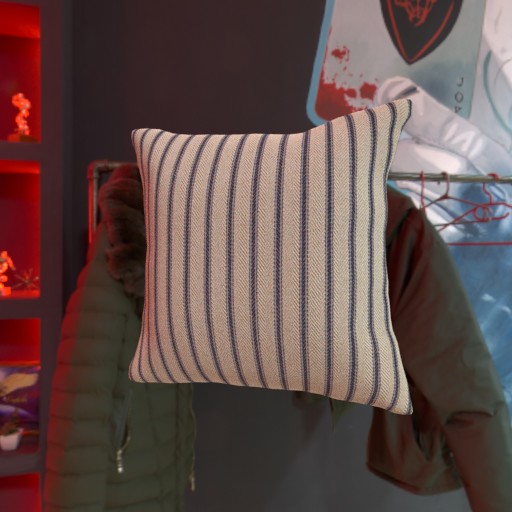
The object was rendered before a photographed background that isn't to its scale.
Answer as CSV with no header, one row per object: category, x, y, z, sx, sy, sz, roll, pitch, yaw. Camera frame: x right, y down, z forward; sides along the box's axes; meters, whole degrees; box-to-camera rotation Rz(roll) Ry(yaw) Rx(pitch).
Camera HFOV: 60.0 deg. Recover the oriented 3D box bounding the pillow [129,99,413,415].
pillow,0.000,0.000,0.699,0.468,0.444,0.138,0,1,19
